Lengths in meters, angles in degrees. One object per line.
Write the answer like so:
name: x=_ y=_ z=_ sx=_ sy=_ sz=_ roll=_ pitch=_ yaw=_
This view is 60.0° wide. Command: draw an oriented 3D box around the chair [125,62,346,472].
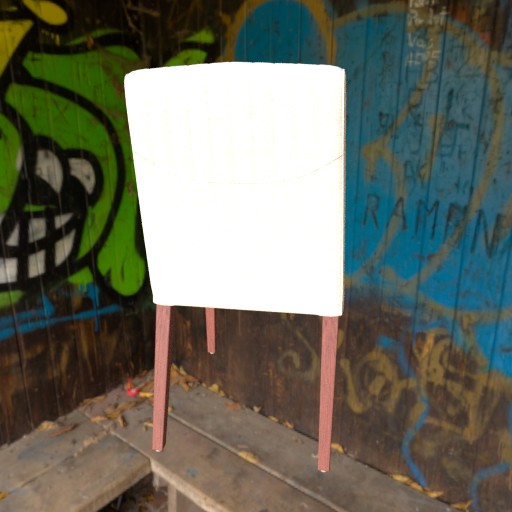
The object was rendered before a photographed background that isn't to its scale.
chair: x=0.000 y=0.000 z=1.206 sx=0.480 sy=0.900 sz=0.594 roll=3 pitch=16 yaw=9
